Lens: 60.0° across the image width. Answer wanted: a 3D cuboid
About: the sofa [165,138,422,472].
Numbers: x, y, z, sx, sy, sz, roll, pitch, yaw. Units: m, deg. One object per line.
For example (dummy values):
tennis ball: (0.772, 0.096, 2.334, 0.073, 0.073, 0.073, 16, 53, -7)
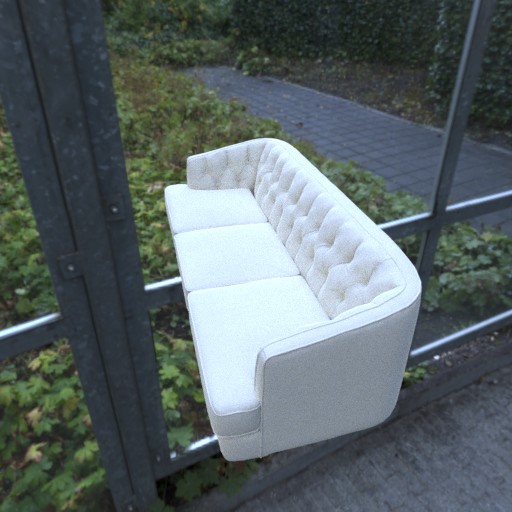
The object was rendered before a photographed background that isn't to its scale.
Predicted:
sofa: (0.000, 0.000, 2.692, 0.941, 0.855, 2.278, -8, 32, -12)
